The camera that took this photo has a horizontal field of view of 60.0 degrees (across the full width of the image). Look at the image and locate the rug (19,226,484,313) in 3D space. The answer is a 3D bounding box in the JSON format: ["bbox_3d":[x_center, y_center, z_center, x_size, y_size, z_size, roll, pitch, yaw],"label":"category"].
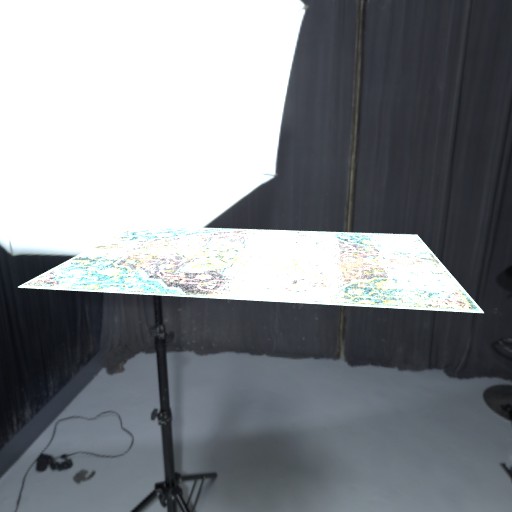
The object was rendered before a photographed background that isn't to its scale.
[{"bbox_3d":[0.000,0.000,2.919,2.363,0.004,1.566,3,17,9],"label":"rug"}]
